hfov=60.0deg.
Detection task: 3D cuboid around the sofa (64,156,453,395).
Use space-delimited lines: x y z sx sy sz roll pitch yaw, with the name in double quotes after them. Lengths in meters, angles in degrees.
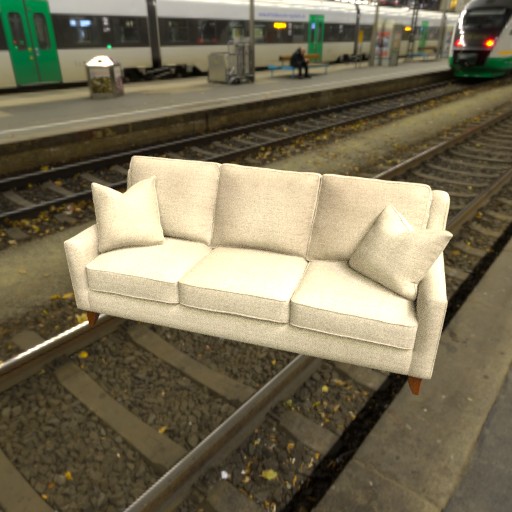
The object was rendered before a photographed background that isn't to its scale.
0.000 0.000 2.571 2.031 0.914 0.865 8 28 16 "sofa"
